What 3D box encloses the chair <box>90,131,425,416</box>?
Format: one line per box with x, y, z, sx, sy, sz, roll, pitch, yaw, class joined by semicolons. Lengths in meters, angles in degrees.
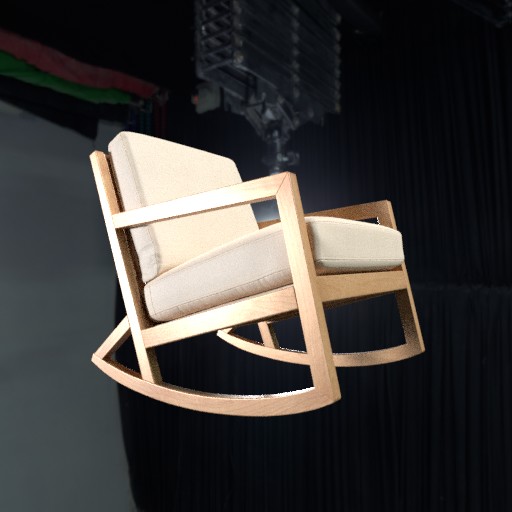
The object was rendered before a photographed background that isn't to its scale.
0.000;0.000;1.398;0.857;0.790;0.622;0;0;37;chair
